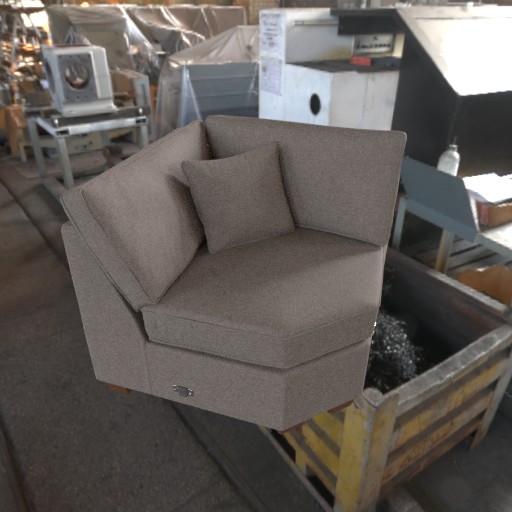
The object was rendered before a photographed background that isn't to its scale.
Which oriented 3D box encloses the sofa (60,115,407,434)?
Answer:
[{"bbox_3d":[0.000,0.000,1.841,1.042,0.951,1.050,10,31,17],"label":"sofa"}]
